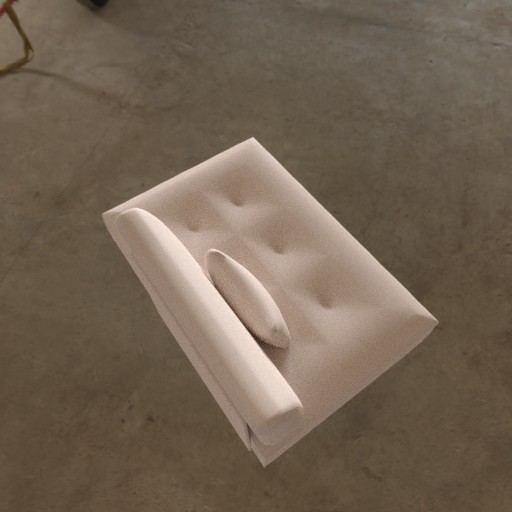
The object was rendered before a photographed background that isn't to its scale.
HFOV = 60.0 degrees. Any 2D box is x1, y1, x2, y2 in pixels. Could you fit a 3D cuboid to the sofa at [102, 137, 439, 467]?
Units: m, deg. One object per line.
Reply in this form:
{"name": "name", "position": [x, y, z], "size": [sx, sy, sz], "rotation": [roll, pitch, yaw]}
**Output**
{"name": "sofa", "position": [0.000, 0.000, 2.074], "size": [1.000, 0.820, 1.450], "rotation": [-31, 63, -18]}
